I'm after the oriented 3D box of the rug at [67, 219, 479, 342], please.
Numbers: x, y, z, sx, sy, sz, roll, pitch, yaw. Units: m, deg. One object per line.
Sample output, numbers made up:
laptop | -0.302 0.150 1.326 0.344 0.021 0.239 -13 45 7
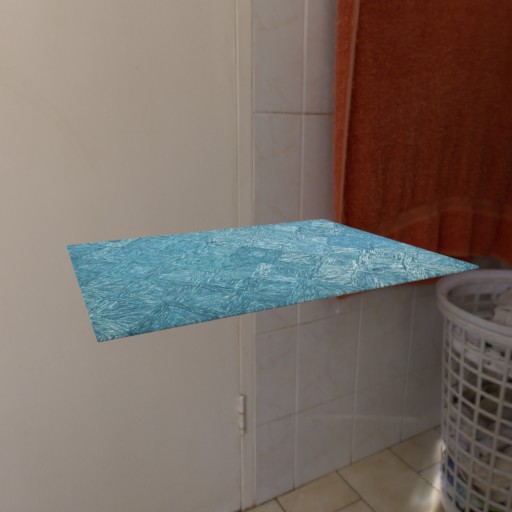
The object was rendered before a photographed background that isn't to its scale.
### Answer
rug | 0.000 0.000 4.266 3.217 0.027 2.405 -8 18 -25
